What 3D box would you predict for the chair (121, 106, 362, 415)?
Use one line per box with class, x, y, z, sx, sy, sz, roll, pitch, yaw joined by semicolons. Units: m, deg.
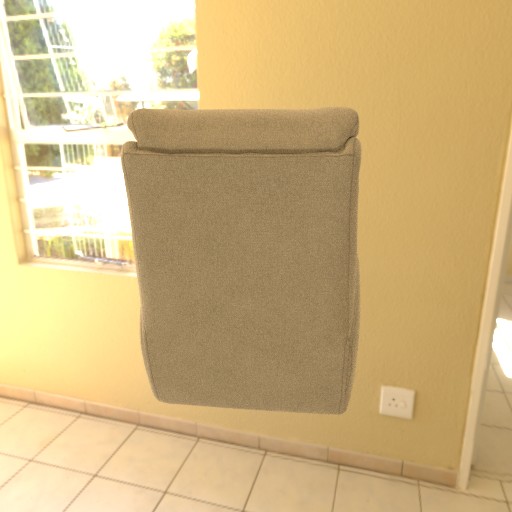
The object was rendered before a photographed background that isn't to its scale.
chair;0.000;0.000;1.652;0.794;1.021;0.940;2;16;6
